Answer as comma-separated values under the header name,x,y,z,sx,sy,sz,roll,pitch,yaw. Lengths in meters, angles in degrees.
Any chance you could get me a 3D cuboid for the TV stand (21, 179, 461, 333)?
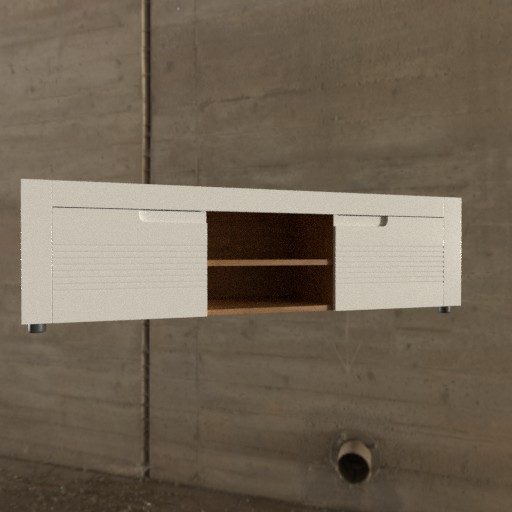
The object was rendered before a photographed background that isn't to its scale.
name,x,y,z,sx,sy,sz,roll,pitch,yaw
TV stand,0.000,0.000,1.656,1.500,0.440,0.410,0,1,-17
